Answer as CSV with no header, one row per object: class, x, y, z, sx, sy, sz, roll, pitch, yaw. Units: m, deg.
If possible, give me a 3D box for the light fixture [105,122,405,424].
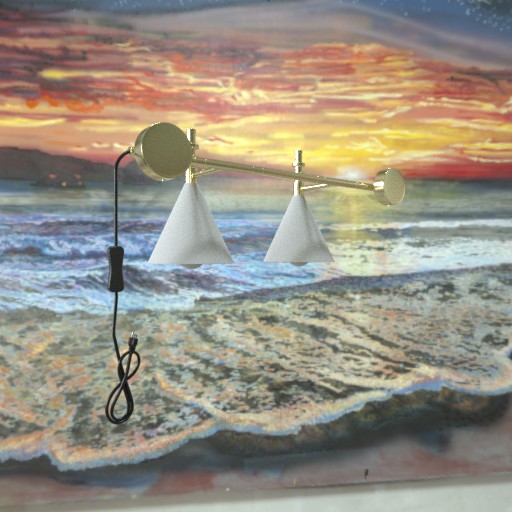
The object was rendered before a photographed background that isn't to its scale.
light fixture,0.000,0.000,0.863,0.642,0.468,0.239,0,0,-38
